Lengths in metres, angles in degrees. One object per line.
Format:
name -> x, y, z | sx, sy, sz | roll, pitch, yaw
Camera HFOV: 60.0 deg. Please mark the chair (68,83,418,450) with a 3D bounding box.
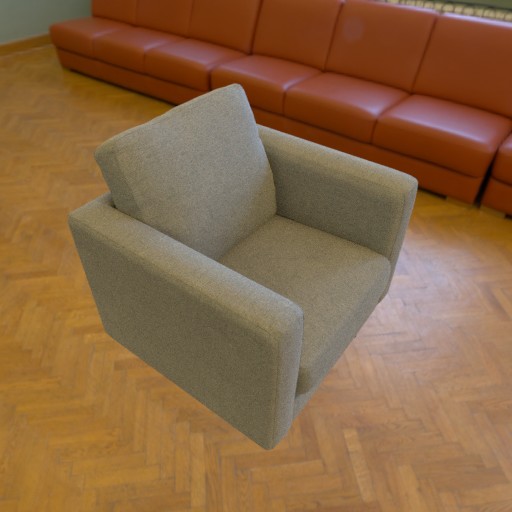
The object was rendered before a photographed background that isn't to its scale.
chair -> 0.000, 0.000, 1.537 | 0.800, 0.927, 0.855 | 26, 47, 27
